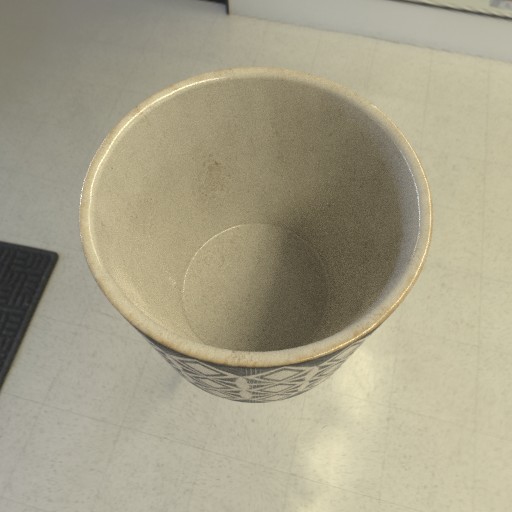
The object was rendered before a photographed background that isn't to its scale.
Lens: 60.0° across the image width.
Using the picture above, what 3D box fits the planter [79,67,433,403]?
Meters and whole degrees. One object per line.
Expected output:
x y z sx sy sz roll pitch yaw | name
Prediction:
0.000 0.000 0.317 0.192 0.165 0.192 0 64 0 | planter
